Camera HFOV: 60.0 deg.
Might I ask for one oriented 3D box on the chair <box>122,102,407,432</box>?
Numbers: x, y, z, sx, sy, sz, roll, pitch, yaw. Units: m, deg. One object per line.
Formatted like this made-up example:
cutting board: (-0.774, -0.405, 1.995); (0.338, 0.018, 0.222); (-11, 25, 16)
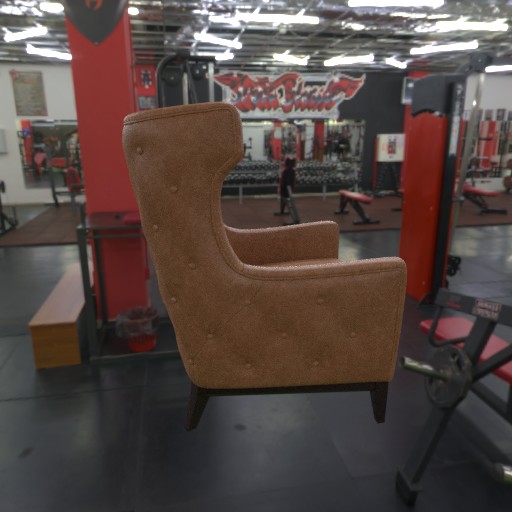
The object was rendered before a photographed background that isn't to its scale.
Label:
chair: (0.000, 0.000, 1.713); (0.899, 1.079, 0.766); (-2, 15, -8)
